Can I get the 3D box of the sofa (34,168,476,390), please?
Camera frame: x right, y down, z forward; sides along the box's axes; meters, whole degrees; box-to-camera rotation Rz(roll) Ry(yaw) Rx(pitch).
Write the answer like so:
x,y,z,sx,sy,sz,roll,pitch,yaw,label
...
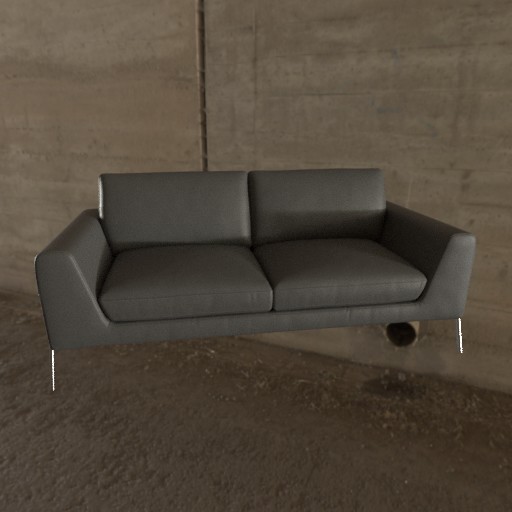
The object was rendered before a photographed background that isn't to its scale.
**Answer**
x,y,z,sx,sy,sz,roll,pitch,yaw,label
0.000,0.000,2.442,2.017,0.875,0.953,-3,17,-9,sofa
